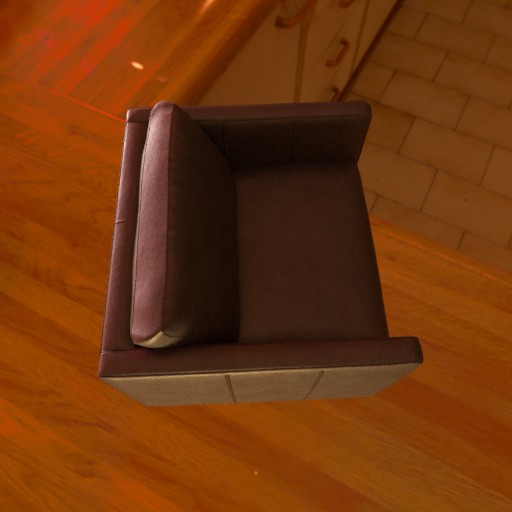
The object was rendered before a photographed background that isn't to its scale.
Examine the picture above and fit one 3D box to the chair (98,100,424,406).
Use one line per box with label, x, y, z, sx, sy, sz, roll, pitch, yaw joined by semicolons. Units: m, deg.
chair;0.000;0.000;1.572;0.862;0.811;0.939;-2;64;-1
